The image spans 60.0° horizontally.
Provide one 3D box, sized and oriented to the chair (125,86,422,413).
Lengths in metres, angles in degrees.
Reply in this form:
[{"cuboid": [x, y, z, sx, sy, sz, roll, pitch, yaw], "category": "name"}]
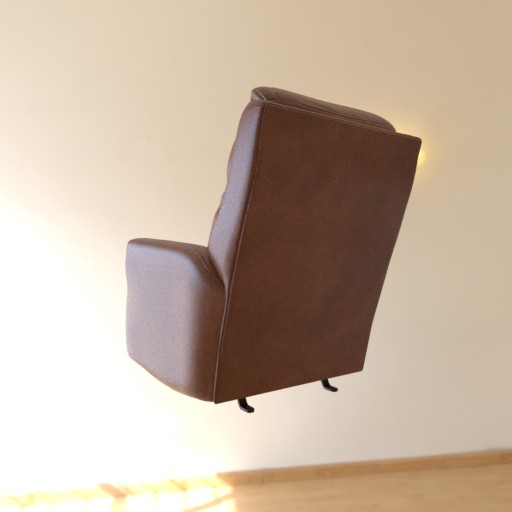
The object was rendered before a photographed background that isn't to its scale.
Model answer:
[{"cuboid": [0.000, 0.000, 1.769, 0.821, 1.016, 1.072, 0, 1, -35], "category": "chair"}]
